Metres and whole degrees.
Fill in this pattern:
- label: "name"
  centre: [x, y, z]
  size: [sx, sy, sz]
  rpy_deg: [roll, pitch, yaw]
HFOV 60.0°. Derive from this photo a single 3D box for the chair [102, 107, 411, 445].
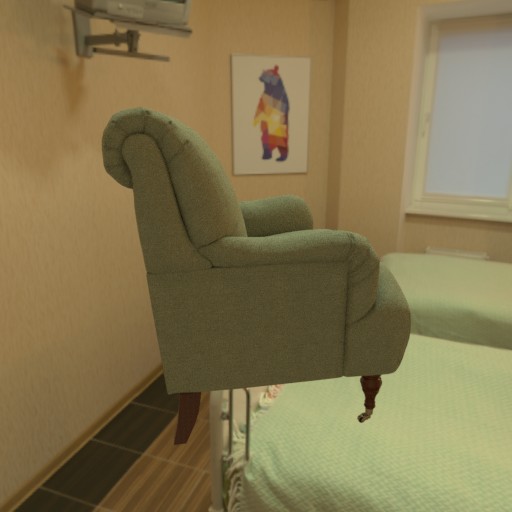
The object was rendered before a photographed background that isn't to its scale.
- label: "chair"
  centre: [0.000, 0.000, 1.903]
  size: [1.060, 1.178, 0.964]
  rpy_deg: [-2, 16, -8]
